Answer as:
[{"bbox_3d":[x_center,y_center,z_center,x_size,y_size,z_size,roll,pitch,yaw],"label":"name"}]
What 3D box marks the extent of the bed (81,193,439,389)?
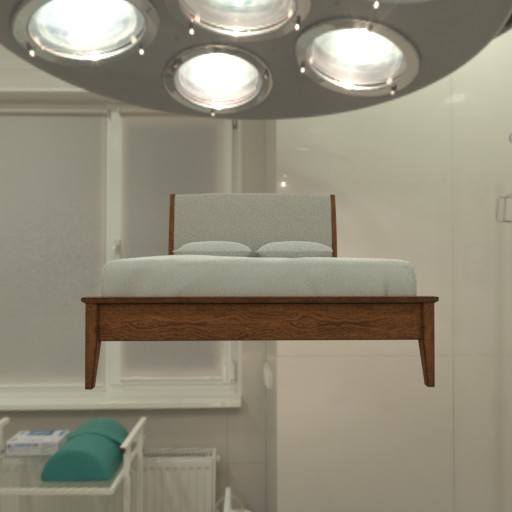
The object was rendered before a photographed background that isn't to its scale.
[{"bbox_3d":[0.000,0.000,2.914,1.502,1.135,2.108,0,-1,-1],"label":"bed"}]
